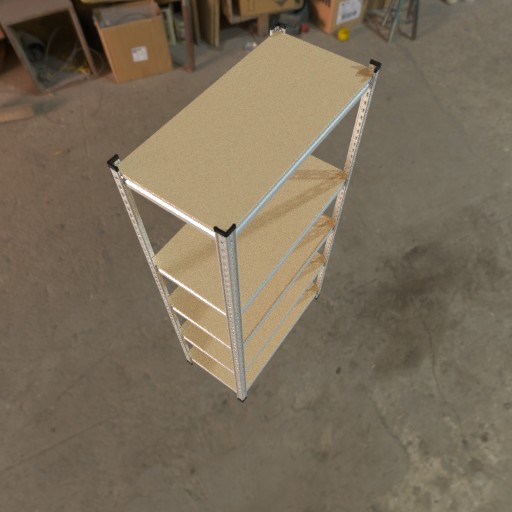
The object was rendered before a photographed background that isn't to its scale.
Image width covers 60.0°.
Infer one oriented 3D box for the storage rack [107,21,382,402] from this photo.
[{"bbox_3d":[0.000,0.000,2.227,0.457,1.829,0.914,31,63,18],"label":"storage rack"}]
